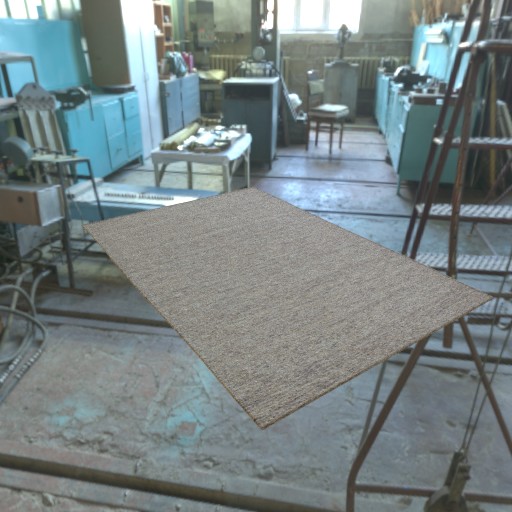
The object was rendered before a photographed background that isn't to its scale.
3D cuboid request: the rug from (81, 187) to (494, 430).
[{"bbox_3d":[0.000,0.000,2.828,1.547,0.013,2.283,-18,32,-31],"label":"rug"}]
